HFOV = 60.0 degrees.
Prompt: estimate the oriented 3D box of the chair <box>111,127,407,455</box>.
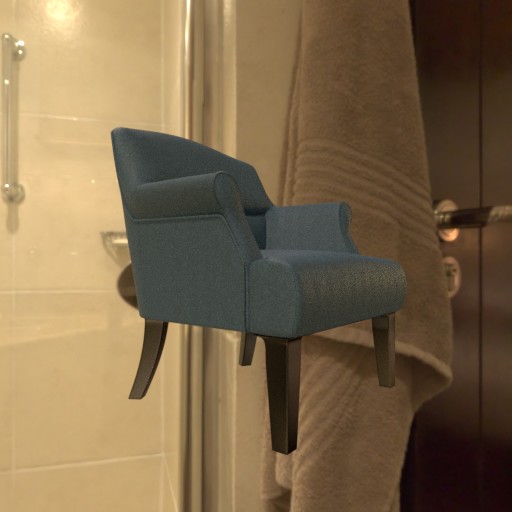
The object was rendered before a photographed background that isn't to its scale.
[{"bbox_3d":[0.000,0.000,1.440,0.754,0.878,0.770,-1,-1,37],"label":"chair"}]
